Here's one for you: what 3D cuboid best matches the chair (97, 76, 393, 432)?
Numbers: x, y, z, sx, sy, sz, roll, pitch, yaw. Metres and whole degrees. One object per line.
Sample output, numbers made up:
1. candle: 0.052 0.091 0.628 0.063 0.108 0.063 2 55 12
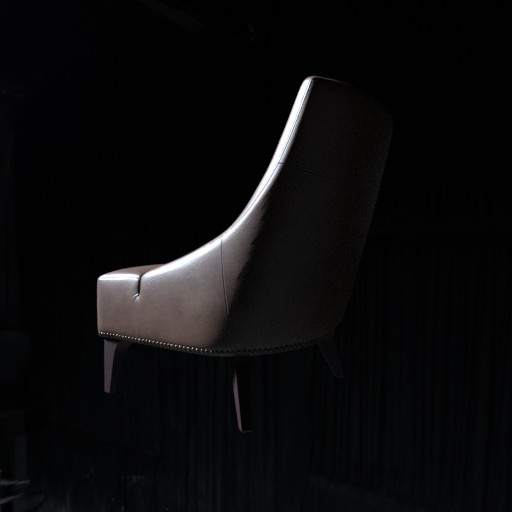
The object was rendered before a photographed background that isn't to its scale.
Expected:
1. chair: 0.000 0.000 1.510 0.861 0.909 0.701 1 2 35
